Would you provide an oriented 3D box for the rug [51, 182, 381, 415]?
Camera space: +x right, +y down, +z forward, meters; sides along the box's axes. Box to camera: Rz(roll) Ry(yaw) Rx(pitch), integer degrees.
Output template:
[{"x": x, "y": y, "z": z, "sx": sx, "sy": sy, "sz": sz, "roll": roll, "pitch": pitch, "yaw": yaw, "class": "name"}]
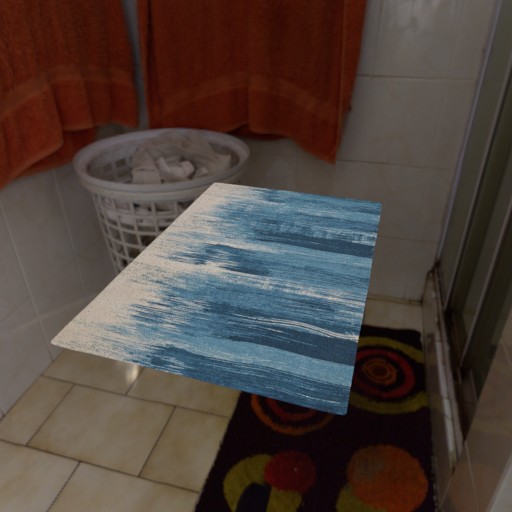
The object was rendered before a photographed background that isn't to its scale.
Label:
[{"x": 0.000, "y": 0.000, "z": 2.424, "sx": 1.232, "sy": 0.009, "sz": 1.836, "roll": 9, "pitch": 33, "yaw": 15, "class": "rug"}]
